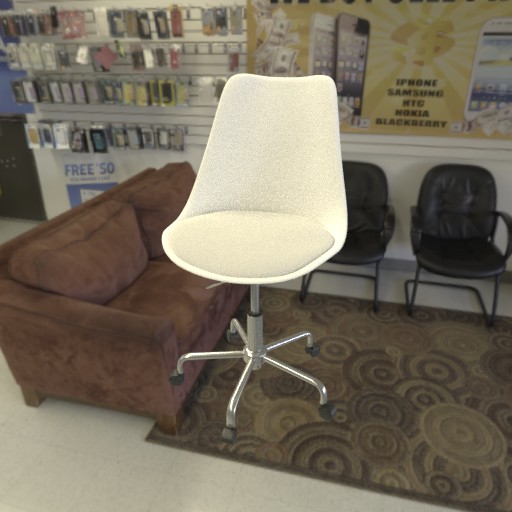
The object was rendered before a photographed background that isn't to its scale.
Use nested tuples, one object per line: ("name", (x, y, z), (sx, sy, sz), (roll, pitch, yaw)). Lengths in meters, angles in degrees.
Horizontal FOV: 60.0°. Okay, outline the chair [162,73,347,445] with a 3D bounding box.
("chair", (0.000, 0.000, 1.261), (0.550, 0.930, 0.550), (8, 27, 16))
